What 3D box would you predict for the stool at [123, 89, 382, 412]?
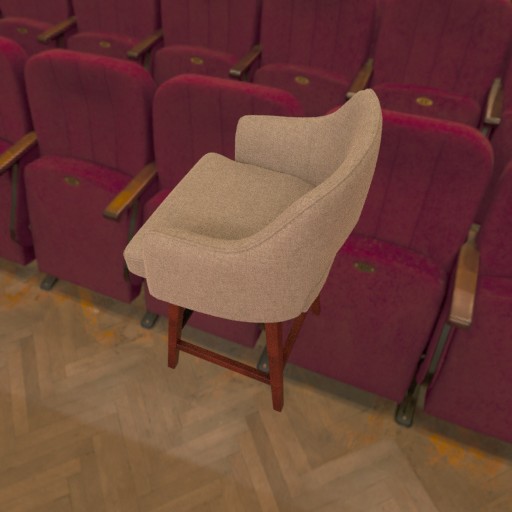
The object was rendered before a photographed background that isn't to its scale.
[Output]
[{"bbox_3d":[0.000,0.000,1.324,0.558,0.944,0.599,17,50,15],"label":"stool"}]
